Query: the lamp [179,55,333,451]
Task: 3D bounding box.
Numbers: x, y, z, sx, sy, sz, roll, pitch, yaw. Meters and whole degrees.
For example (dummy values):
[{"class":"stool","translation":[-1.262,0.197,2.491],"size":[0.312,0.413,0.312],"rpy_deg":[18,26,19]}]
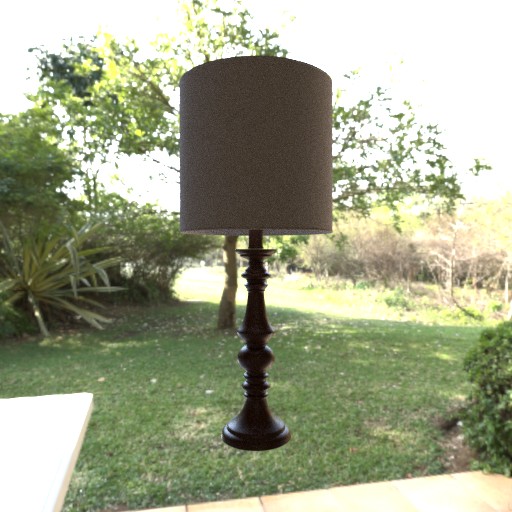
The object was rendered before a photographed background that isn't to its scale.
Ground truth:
[{"class":"lamp","translation":[0.000,0.000,0.734],"size":[0.250,0.597,0.250],"rpy_deg":[0,1,-18]}]
